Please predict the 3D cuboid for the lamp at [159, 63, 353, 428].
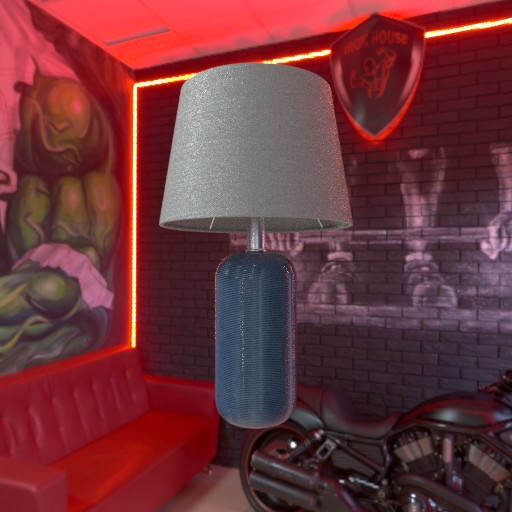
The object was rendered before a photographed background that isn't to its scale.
[{"bbox_3d":[0.000,0.000,0.590,0.253,0.428,0.253,0,-1,0],"label":"lamp"}]
